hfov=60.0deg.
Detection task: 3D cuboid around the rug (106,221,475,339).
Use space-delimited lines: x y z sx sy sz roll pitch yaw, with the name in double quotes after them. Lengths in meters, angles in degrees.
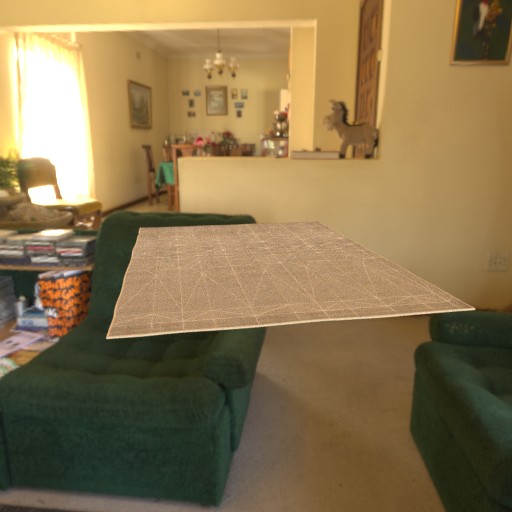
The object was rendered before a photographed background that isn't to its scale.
0.000 0.000 4.419 2.449 0.019 3.357 -3 15 -10 "rug"
